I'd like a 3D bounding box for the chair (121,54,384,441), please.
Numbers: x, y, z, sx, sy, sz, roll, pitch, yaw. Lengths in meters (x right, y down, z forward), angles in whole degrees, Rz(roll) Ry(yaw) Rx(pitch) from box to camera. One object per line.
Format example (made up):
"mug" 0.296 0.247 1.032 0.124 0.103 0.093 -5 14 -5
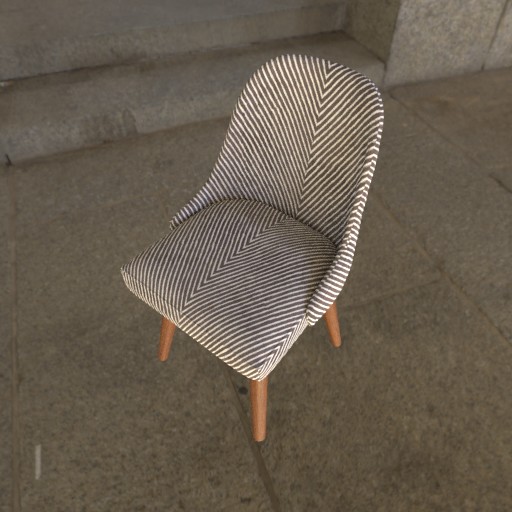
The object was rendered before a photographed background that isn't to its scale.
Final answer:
"chair" 0.000 0.000 1.229 0.504 0.883 0.591 31 54 26
